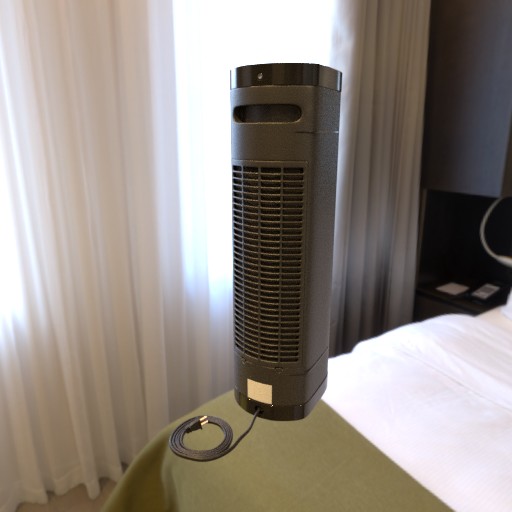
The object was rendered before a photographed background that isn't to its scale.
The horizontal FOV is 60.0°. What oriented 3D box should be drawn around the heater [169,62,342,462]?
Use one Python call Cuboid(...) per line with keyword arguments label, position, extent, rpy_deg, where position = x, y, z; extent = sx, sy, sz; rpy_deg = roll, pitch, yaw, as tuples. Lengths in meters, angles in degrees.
Cuboid(label="heater", position=(0.000, 0.000, 0.690), extent=(0.174, 0.552, 0.312), rpy_deg=(8, 17, 27))
